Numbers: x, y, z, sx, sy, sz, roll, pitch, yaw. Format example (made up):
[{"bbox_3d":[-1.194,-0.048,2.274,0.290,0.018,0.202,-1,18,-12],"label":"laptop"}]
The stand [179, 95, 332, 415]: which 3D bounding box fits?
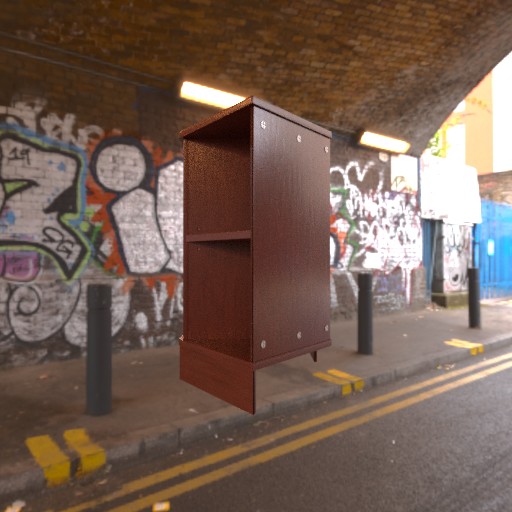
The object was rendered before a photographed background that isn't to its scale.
[{"bbox_3d":[0.000,0.000,1.383,0.381,0.614,1.072,0,0,1],"label":"stand"}]
